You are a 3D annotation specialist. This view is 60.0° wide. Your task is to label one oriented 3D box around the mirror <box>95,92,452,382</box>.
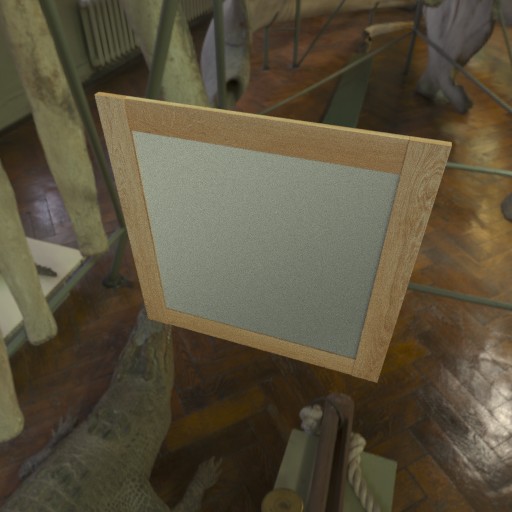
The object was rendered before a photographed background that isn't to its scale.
[{"bbox_3d":[0.000,0.000,1.218,0.800,0.800,0.020,13,43,14],"label":"mirror"}]
